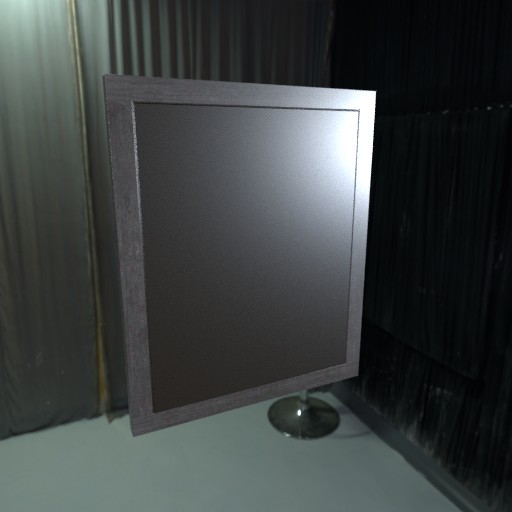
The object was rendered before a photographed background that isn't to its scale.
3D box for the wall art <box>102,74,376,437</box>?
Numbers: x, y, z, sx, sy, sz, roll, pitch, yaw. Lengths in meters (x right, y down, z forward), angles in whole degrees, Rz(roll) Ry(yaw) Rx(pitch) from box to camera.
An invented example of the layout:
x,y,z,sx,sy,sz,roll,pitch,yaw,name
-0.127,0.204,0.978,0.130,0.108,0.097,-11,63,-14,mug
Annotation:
x,y,z,sx,sy,sz,roll,pitch,yaw,name
0.000,0.000,0.799,0.479,0.580,0.027,-7,16,-25,wall art
